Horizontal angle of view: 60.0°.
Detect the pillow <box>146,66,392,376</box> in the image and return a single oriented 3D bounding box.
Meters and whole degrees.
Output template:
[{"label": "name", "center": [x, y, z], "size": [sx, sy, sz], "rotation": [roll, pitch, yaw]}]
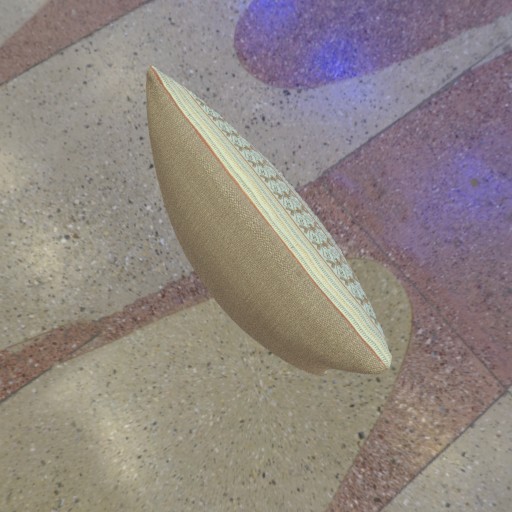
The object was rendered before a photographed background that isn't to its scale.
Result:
[{"label": "pillow", "center": [0.000, 0.000, 0.810], "size": [0.215, 0.519, 0.521], "rotation": [-35, 78, -9]}]
